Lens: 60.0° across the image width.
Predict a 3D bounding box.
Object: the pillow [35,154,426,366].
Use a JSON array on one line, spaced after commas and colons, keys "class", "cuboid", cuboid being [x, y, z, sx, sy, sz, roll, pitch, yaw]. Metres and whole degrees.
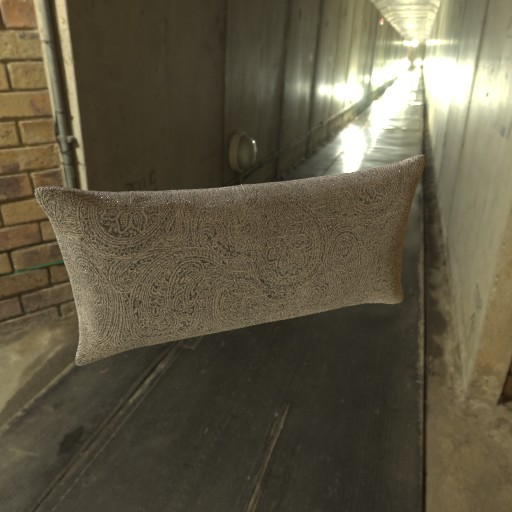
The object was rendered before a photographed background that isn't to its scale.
[{"class": "pillow", "cuboid": [0.000, 0.000, 0.734, 0.615, 0.295, 0.151, -8, 27, -17]}]
